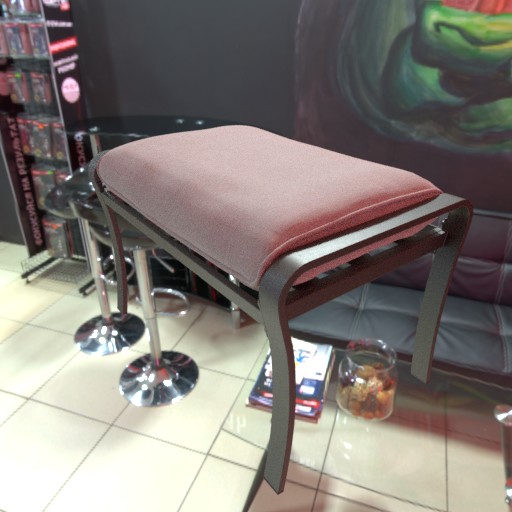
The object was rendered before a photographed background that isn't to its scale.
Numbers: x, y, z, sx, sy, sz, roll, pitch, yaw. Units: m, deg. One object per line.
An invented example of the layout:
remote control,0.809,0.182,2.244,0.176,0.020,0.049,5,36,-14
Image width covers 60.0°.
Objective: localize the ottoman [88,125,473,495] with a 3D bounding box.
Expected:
ottoman,0.000,0.000,0.874,0.406,0.422,0.610,-20,34,-33
